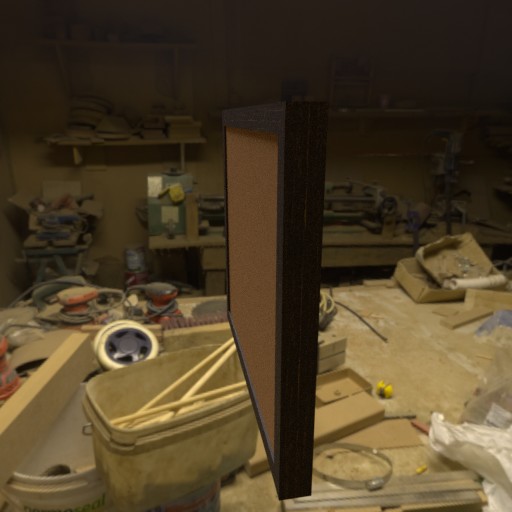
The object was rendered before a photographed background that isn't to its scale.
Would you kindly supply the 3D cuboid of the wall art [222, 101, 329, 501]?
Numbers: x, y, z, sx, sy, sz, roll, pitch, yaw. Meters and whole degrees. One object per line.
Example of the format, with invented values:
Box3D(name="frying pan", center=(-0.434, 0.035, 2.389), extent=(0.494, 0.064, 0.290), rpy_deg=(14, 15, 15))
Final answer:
Box3D(name="wall art", center=(0.000, 0.000, 0.520), extent=(0.031, 0.330, 0.381), rpy_deg=(-3, 18, -10))
